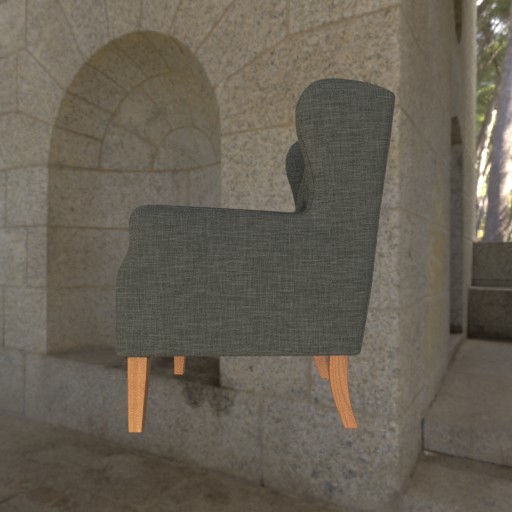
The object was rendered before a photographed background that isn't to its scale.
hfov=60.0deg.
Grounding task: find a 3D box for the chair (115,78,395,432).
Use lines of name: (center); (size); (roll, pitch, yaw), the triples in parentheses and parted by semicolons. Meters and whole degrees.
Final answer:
chair: (0.000, 0.000, 1.503); (0.775, 0.953, 0.711); (0, 0, 1)
